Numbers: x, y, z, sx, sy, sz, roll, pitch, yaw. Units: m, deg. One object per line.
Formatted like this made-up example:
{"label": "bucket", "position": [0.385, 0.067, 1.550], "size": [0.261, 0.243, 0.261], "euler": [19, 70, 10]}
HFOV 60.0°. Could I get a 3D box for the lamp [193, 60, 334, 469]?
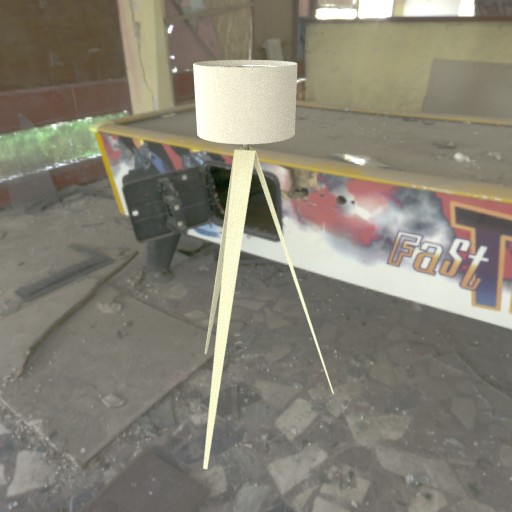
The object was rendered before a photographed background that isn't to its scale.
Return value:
{"label": "lamp", "position": [0.000, 0.000, 1.897], "size": [0.716, 1.524, 0.724], "euler": [-9, 29, -17]}
